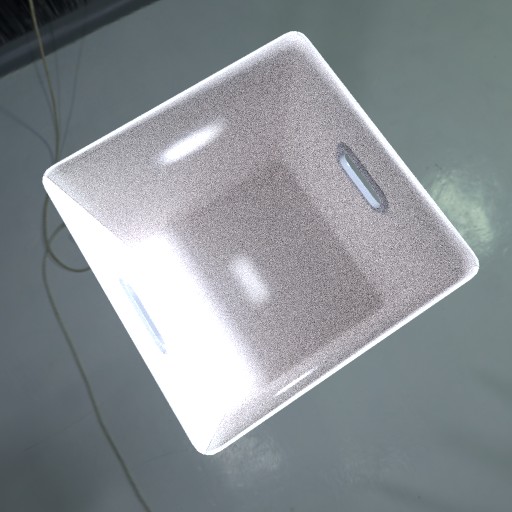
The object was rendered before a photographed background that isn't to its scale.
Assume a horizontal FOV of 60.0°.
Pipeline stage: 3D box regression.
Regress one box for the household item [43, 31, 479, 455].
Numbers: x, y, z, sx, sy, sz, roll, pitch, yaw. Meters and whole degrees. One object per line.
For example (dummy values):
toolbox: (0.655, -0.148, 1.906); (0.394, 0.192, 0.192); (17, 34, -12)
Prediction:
household item: (0.000, 0.000, 0.558); (0.305, 0.305, 0.305); (-32, 79, -7)
